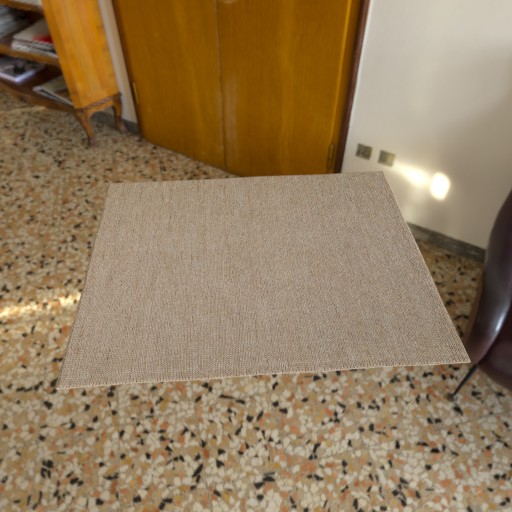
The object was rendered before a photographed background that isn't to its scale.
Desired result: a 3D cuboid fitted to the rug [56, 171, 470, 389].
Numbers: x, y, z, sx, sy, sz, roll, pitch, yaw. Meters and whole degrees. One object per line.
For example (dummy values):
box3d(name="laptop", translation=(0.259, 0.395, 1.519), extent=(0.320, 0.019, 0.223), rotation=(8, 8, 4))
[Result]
box3d(name="rug", translation=(0.000, 0.000, 4.052), extent=(3.034, 0.012, 2.406), rotation=(-3, 46, -3))
